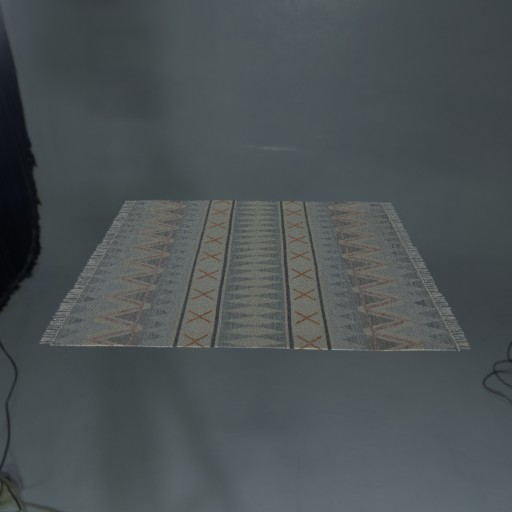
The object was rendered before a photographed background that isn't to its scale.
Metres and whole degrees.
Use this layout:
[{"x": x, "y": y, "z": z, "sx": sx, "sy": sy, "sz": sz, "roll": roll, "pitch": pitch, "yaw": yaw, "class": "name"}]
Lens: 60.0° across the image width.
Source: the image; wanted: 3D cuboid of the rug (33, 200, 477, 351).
[{"x": 0.000, "y": 0.000, "z": 3.991, "sx": 3.000, "sy": 0.012, "sz": 2.371, "roll": 1, "pitch": 32, "yaw": 1, "class": "rug"}]
